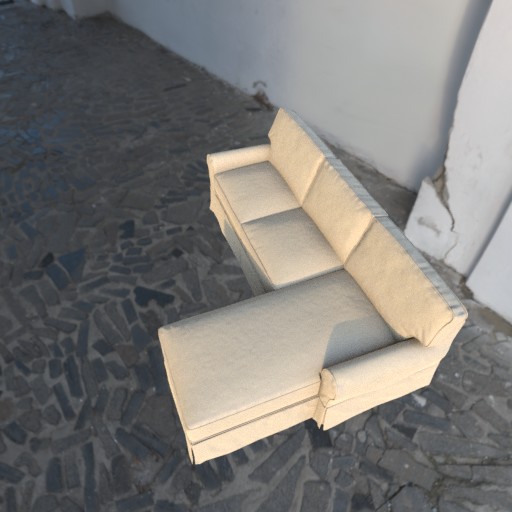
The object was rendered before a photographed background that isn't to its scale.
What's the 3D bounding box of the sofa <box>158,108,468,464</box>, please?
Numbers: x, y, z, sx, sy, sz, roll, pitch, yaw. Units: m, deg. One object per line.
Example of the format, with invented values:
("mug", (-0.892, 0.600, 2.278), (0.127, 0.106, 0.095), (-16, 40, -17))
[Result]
("sofa", (0.000, 0.000, 3.340), (1.733, 0.978, 2.475), (-16, 50, -14))
